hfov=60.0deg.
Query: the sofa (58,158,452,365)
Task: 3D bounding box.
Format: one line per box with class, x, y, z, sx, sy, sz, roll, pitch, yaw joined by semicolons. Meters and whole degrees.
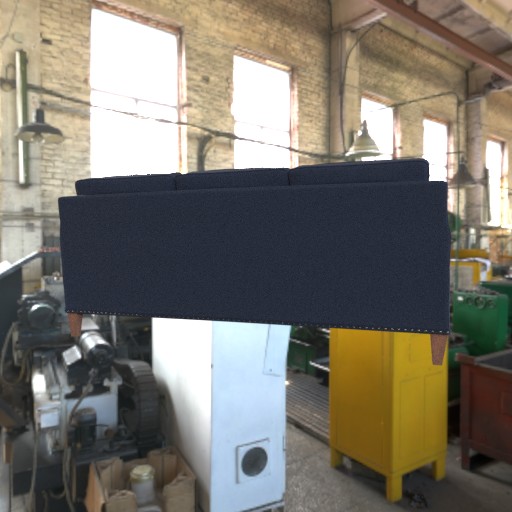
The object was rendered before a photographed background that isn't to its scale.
sofa;0.000;0.000;2.824;2.246;1.003;1.084;0;1;18
